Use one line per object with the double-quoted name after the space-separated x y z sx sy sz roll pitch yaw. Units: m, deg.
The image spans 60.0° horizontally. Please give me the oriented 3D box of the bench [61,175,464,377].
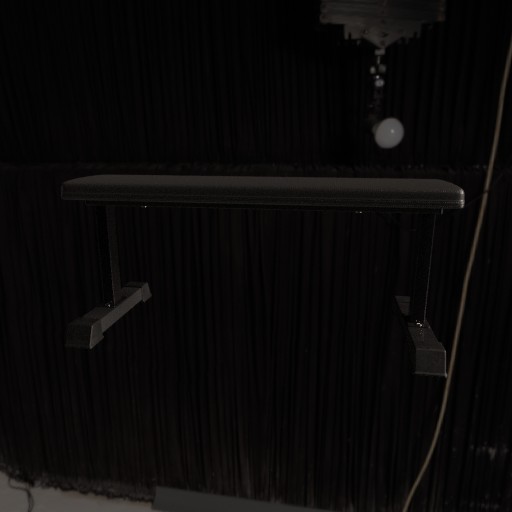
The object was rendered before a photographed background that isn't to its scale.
0.000 0.000 1.309 1.072 0.453 0.439 2 15 9 "bench"
